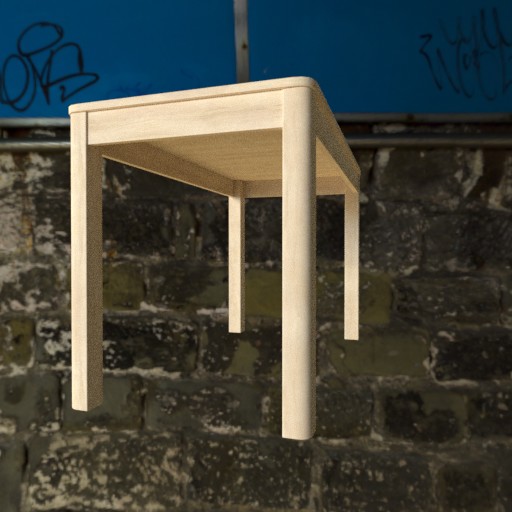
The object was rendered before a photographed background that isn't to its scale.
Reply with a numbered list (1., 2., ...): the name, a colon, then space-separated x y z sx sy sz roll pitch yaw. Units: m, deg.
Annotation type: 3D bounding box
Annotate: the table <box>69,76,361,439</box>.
1. table: 0.000 0.000 1.862 0.750 0.900 1.400 0 1 18
